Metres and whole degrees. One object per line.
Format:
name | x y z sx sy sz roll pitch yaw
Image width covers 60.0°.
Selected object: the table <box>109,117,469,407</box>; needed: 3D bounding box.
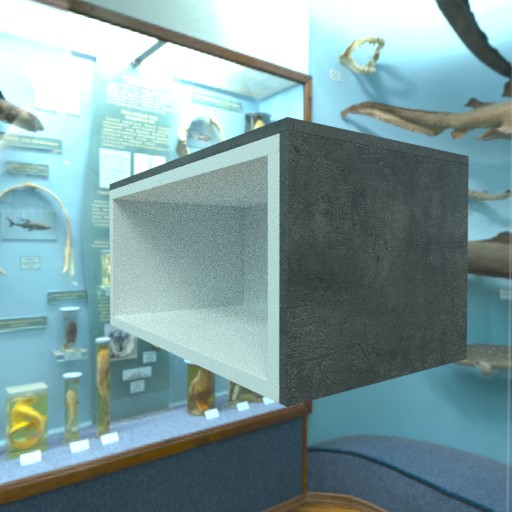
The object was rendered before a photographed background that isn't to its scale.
table | 0.000 0.000 0.934 0.400 0.350 0.700 -1 1 -35
